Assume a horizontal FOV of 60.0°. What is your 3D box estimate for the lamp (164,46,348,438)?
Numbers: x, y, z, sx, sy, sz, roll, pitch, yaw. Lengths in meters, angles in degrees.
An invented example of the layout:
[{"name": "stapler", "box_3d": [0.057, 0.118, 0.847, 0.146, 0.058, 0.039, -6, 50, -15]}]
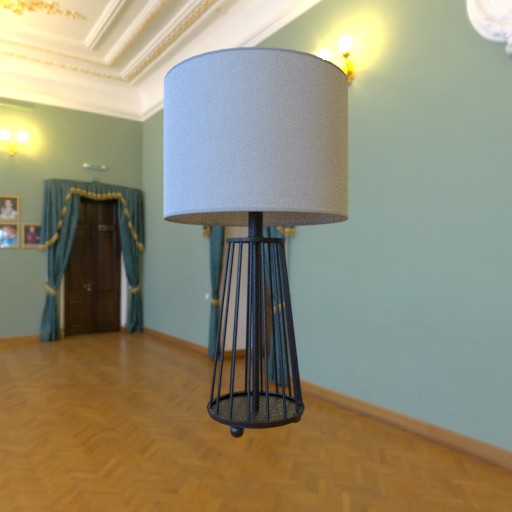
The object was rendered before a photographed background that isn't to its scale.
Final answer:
[{"name": "lamp", "box_3d": [0.000, 0.000, 0.788, 0.322, 0.593, 0.322, 0, 0, -37]}]
